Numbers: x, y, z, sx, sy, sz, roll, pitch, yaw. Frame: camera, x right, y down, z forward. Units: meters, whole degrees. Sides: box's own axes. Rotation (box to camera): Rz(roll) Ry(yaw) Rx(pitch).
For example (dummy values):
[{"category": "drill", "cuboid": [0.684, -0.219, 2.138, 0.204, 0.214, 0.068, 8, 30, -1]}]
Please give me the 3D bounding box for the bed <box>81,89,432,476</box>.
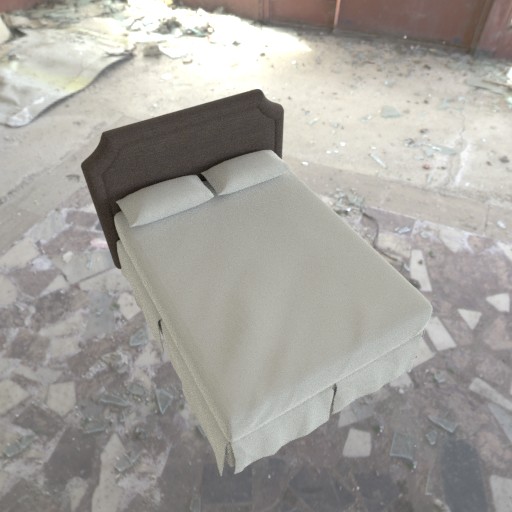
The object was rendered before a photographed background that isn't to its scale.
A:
[{"category": "bed", "cuboid": [0.000, 0.000, 3.150, 1.693, 1.290, 2.116, -23, 51, -20]}]
